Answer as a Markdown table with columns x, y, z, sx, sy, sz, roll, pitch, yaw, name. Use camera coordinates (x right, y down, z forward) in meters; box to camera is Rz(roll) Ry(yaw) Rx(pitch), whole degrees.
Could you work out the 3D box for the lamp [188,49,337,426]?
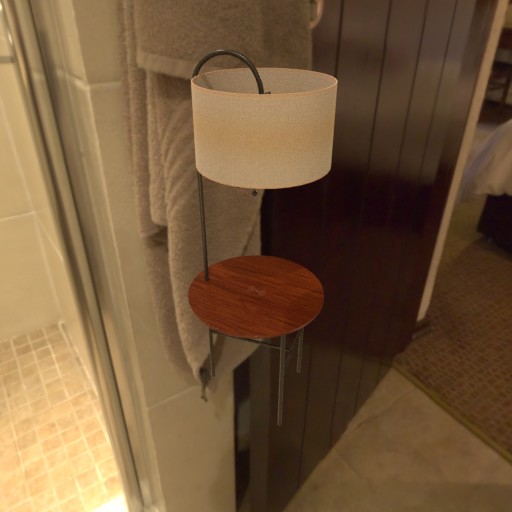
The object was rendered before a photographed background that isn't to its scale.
| x | y | z | sx | sy | sz | roll | pitch | yaw | name |
| --- | --- | --- | --- | --- | --- | --- | --- | --- | --- |
| 0.000 | 0.000 | 1.792 | 0.573 | 1.517 | 0.573 | 0 | 31 | 0 | lamp |
